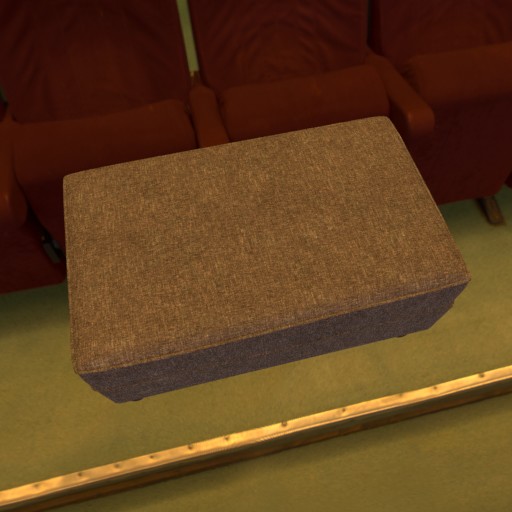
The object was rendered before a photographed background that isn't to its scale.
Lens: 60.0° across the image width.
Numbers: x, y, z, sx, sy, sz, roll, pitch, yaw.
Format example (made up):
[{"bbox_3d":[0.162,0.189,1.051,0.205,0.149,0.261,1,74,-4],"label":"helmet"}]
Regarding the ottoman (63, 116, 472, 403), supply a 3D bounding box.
[{"bbox_3d":[0.000,0.000,1.554,1.184,0.487,0.717,-12,63,-6],"label":"ottoman"}]
